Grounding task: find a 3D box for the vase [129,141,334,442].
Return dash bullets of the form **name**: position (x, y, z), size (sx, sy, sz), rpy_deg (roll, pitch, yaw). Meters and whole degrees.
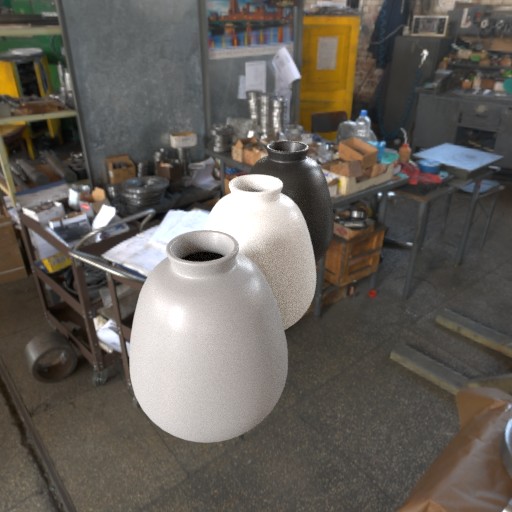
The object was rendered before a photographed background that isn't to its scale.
- **vase**: position (0.000, 0.000, 0.352), size (0.097, 0.122, 0.297), rpy_deg (8, 31, 14)
